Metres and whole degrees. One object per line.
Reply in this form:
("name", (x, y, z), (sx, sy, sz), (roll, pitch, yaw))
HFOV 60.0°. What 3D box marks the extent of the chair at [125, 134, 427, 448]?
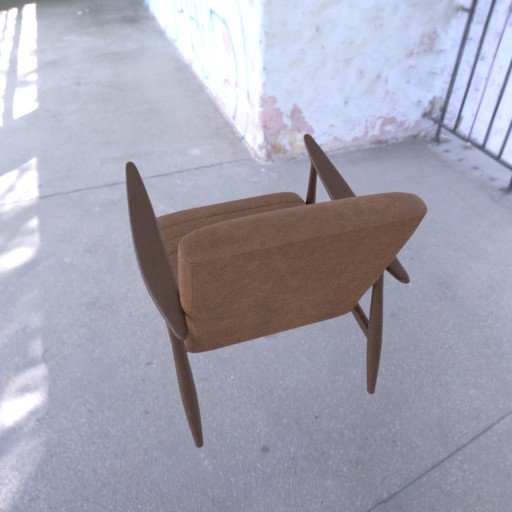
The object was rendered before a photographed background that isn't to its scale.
("chair", (0.000, 0.000, 1.452), (0.741, 0.832, 0.798), (-12, 43, -13))
